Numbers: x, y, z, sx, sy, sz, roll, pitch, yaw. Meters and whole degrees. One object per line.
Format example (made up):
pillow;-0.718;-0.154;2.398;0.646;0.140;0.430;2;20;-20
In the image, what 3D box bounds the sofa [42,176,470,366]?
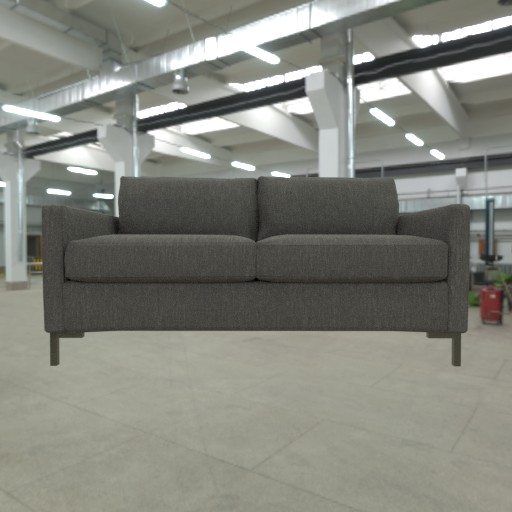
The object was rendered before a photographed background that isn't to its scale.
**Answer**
sofa;0.000;0.000;2.110;1.682;0.840;0.875;0;1;0
